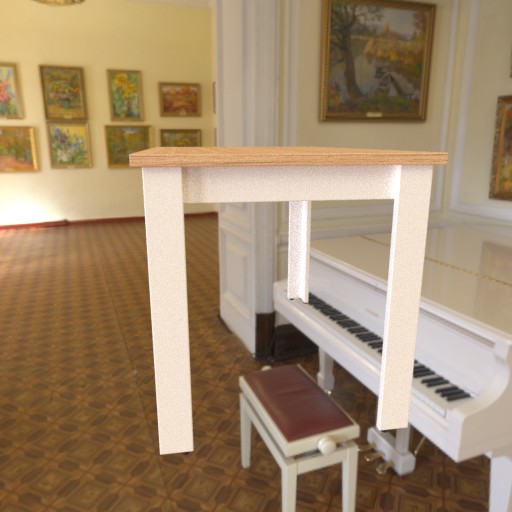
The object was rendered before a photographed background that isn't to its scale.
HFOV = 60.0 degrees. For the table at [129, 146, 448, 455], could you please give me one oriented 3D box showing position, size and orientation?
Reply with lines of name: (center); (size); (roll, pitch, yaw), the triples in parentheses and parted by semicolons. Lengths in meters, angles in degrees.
table: (0.000, 0.000, 1.562); (0.700, 0.734, 1.100); (-2, 15, -9)
